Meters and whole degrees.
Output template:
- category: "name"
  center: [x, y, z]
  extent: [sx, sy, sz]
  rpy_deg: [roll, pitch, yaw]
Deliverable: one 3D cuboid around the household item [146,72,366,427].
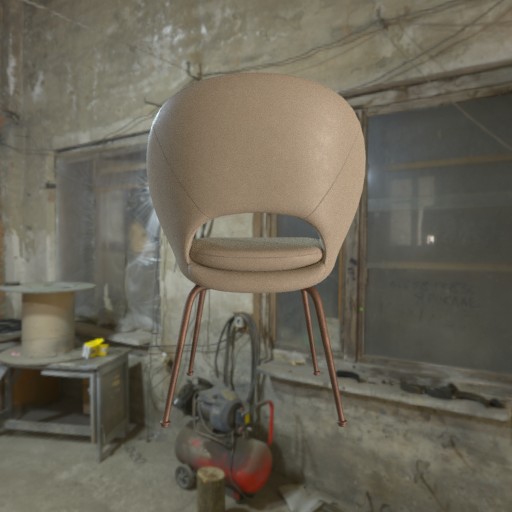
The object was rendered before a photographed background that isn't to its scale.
- category: "household item"
  center: [0.000, 0.000, 1.289]
  extent: [0.623, 0.852, 0.573]
  rpy_deg: [0, 1, 0]
